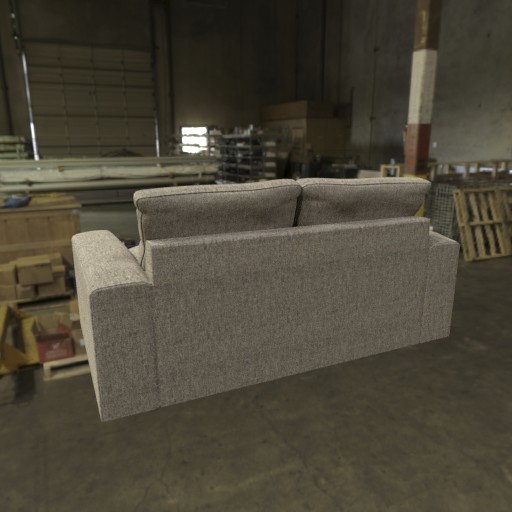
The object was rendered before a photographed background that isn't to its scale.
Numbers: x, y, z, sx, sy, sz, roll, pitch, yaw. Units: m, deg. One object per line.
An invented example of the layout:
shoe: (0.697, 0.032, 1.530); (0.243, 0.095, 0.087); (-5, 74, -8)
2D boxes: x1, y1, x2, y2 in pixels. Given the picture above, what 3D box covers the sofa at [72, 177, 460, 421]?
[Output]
sofa: (0.000, 0.000, 2.360); (1.758, 0.877, 1.094); (-7, 16, -24)
